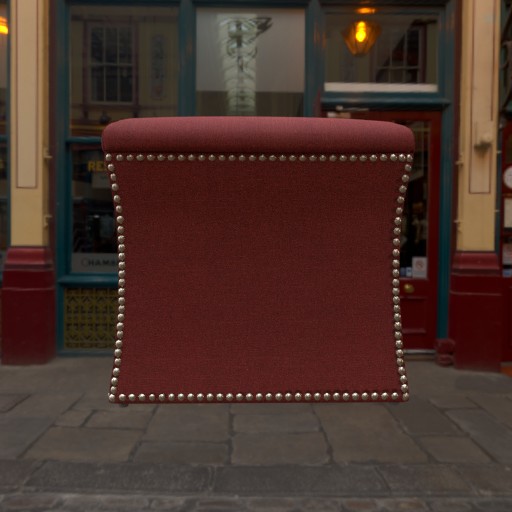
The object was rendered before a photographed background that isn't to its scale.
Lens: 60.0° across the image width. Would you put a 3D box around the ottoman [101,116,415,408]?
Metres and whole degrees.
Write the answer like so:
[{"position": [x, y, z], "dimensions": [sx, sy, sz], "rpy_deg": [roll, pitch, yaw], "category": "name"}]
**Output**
[{"position": [0.000, 0.000, 0.923], "dimensions": [0.507, 0.475, 0.497], "rpy_deg": [0, 0, -1], "category": "ottoman"}]
